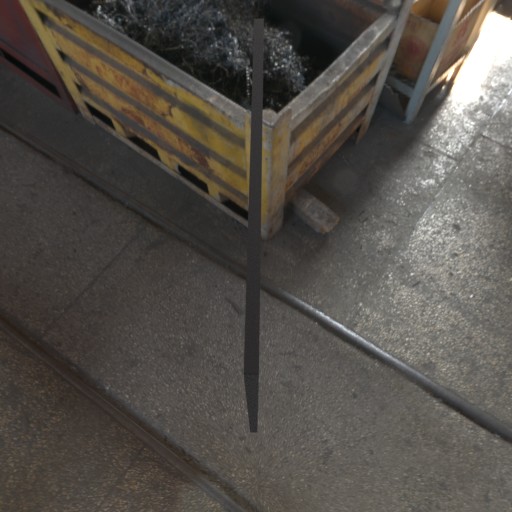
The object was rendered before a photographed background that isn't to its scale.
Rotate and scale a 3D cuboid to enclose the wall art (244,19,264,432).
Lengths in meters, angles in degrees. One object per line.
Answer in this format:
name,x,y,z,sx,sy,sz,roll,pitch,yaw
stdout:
wall art,0.000,0.000,0.673,0.013,0.458,0.456,1,63,0
